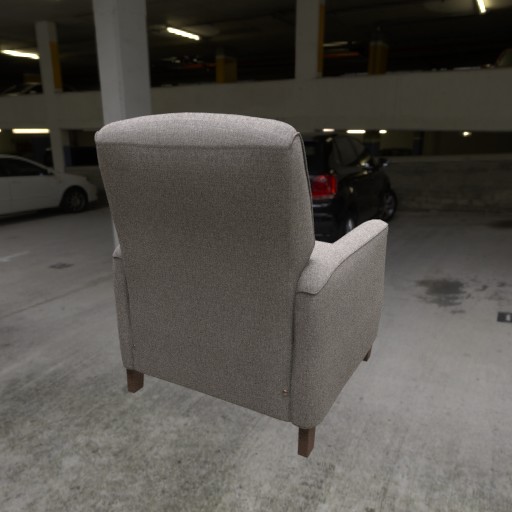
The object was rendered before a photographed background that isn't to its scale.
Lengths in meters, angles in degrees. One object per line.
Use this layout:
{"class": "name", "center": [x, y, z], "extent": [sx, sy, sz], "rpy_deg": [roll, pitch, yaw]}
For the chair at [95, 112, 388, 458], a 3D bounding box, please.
{"class": "chair", "center": [0.000, 0.000, 1.682], "extent": [0.848, 1.014, 0.864], "rpy_deg": [9, 18, 28]}
